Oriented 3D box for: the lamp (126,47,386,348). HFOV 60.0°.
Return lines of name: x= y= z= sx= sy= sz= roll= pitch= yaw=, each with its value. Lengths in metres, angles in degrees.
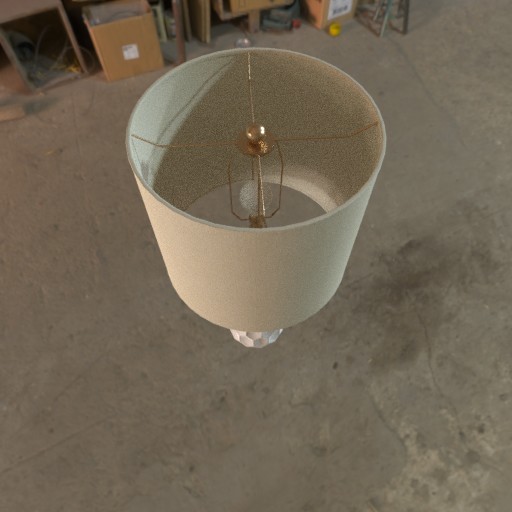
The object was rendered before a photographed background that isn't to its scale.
lamp: x=0.000 y=0.000 z=0.704 sx=0.277 sy=0.537 sz=0.277 roll=30 pitch=63 yaw=17
